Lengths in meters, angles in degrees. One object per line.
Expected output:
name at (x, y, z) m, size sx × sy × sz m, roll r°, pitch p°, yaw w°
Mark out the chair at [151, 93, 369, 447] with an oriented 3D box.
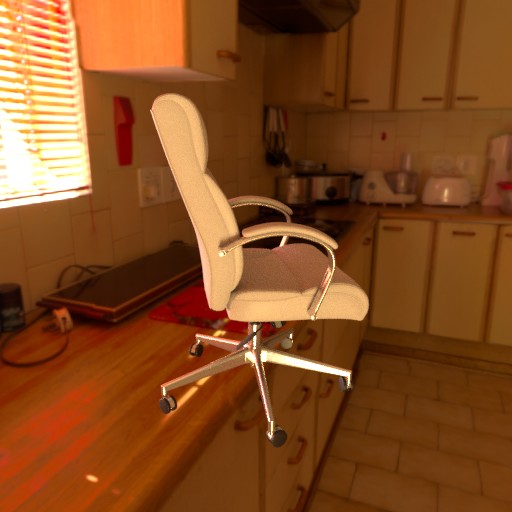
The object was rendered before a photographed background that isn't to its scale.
chair at (0.000, 0.000, 1.630) m, size 0.745 × 1.099 × 0.727 m, roll -2°, pitch 15°, yaw -8°
